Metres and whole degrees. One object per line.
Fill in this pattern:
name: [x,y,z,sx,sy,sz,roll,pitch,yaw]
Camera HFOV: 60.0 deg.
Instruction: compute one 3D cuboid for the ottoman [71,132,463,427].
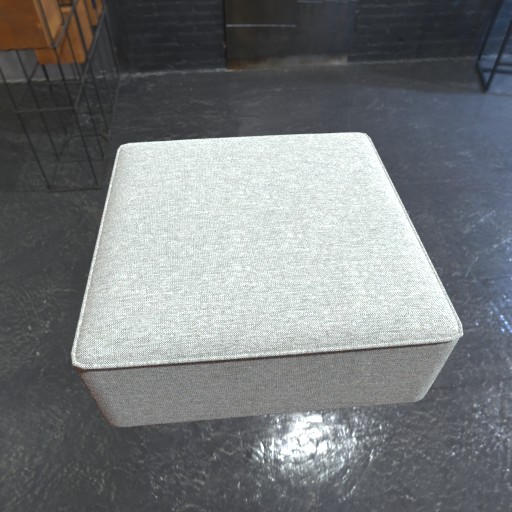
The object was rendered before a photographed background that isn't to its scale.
ottoman: [0.000,0.000,1.566,1.005,0.455,1.005,-4,46,-3]
